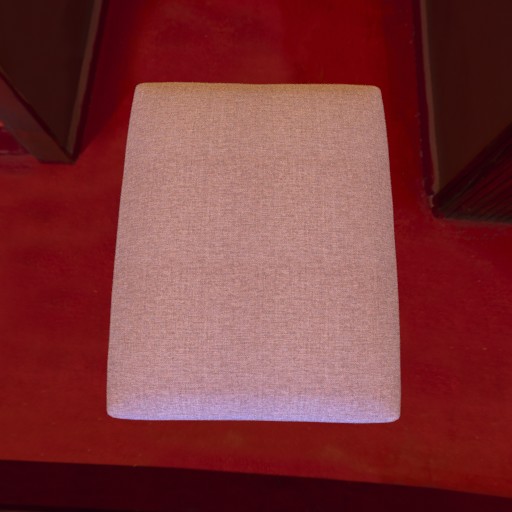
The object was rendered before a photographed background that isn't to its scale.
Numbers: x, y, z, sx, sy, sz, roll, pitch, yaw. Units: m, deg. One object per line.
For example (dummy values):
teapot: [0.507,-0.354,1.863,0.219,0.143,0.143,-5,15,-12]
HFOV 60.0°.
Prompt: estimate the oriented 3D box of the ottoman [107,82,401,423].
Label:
ottoman: [0.000,0.000,1.105,0.584,0.513,0.741,1,76,0]
